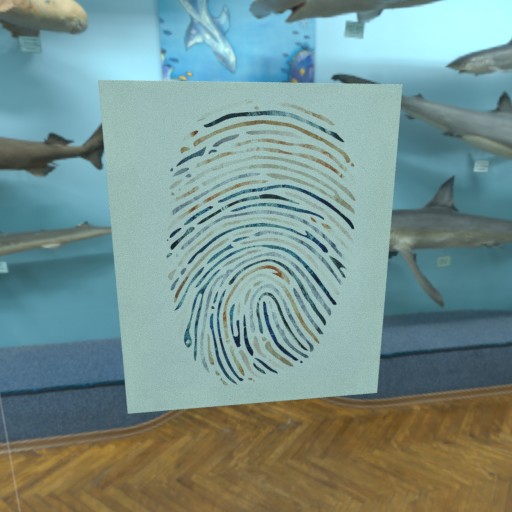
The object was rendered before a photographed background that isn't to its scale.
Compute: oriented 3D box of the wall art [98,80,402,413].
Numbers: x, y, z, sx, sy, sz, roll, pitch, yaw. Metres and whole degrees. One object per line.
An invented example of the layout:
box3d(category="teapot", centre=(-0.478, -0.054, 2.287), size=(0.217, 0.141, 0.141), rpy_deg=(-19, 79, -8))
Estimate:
box3d(category="wall art", centre=(0.000, 0.000, 0.830), size=(0.508, 0.606, 0.037), rpy_deg=(-2, 16, -8))
